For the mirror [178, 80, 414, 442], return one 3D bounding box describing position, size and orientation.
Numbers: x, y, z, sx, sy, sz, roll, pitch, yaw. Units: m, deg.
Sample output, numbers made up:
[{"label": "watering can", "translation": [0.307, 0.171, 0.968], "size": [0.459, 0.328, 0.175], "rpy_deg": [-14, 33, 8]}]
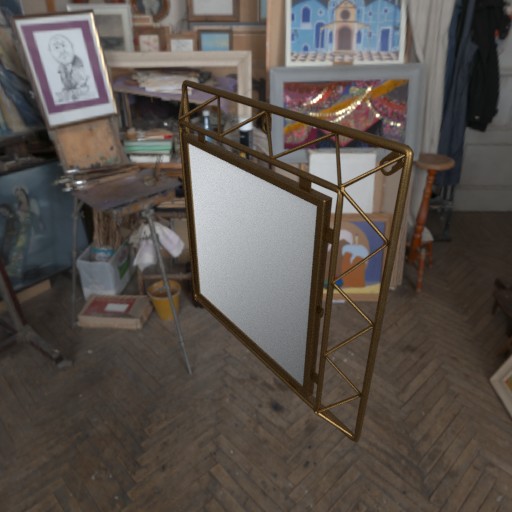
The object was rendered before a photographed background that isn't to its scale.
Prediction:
[{"label": "mirror", "translation": [0.000, 0.000, 0.629], "size": [0.046, 0.414, 0.416], "rpy_deg": [-22, 38, -31]}]
